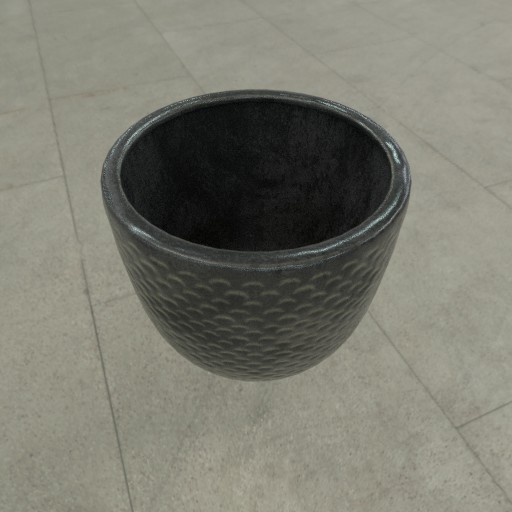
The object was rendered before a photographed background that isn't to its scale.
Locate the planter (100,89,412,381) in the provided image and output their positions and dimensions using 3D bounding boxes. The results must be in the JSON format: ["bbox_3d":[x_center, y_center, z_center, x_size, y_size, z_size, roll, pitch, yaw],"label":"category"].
[{"bbox_3d":[0.000,0.000,0.305,0.172,0.160,0.172,0,46,0],"label":"planter"}]
